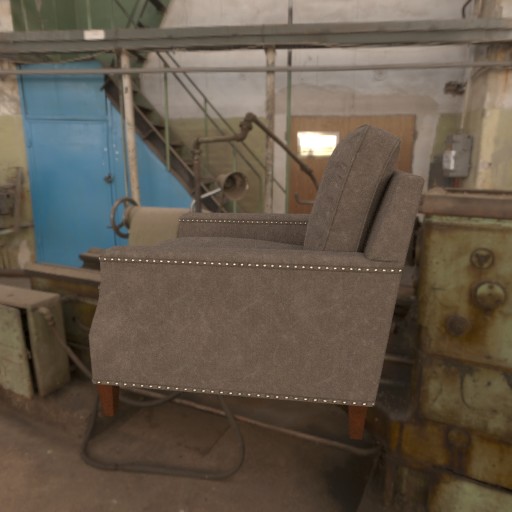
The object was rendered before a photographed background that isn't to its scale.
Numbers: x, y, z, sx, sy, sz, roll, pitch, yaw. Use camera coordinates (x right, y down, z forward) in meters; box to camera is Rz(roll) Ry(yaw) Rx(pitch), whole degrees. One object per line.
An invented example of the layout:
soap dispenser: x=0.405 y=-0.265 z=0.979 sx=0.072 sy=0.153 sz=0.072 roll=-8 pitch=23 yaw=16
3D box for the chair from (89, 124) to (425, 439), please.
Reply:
chair: x=0.000 y=0.000 z=1.697 sx=1.014 sy=0.948 sz=0.853 roll=2 pitch=14 yaw=8
